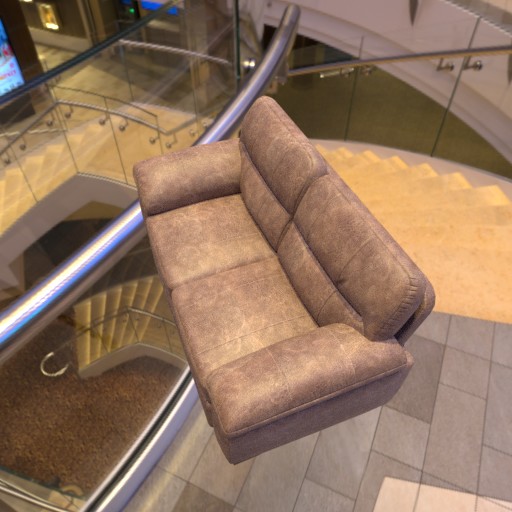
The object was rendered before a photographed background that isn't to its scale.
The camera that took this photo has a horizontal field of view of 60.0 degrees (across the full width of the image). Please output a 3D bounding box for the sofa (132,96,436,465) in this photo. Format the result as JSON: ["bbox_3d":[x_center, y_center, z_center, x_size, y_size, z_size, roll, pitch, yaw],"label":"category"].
[{"bbox_3d":[0.000,0.000,2.364,0.991,0.991,1.753,-17,50,-15],"label":"sofa"}]
